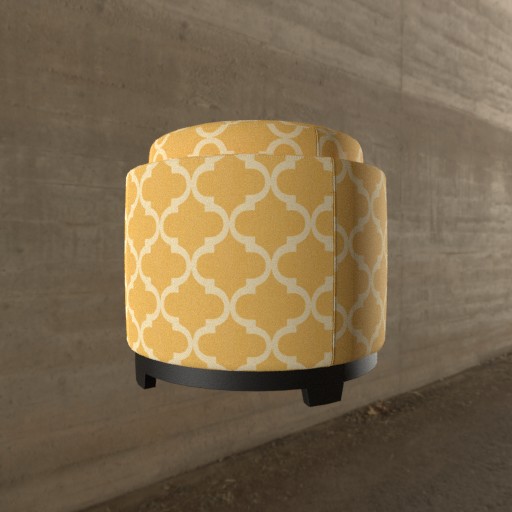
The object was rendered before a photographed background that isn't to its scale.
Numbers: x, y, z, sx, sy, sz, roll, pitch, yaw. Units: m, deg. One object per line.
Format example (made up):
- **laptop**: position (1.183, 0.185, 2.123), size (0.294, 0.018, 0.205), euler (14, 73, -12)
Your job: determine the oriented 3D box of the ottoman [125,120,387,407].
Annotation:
- **ottoman**: position (0.000, 0.000, 0.844), size (0.480, 0.429, 0.480), euler (0, 1, 0)
